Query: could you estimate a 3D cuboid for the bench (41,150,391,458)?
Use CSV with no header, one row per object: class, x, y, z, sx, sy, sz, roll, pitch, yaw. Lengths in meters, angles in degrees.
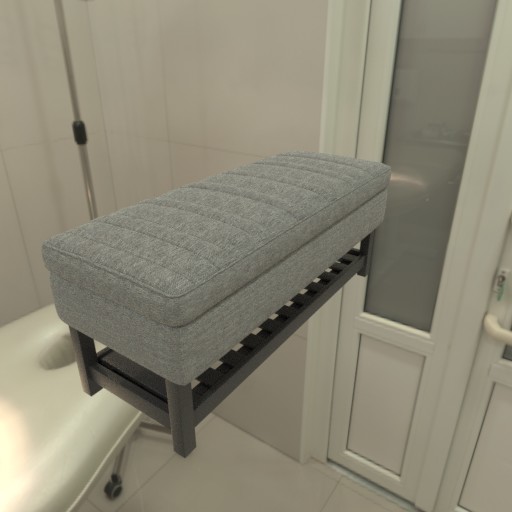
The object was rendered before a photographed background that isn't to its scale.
bench,0.000,0.000,1.340,0.429,0.470,1.100,17,31,31
